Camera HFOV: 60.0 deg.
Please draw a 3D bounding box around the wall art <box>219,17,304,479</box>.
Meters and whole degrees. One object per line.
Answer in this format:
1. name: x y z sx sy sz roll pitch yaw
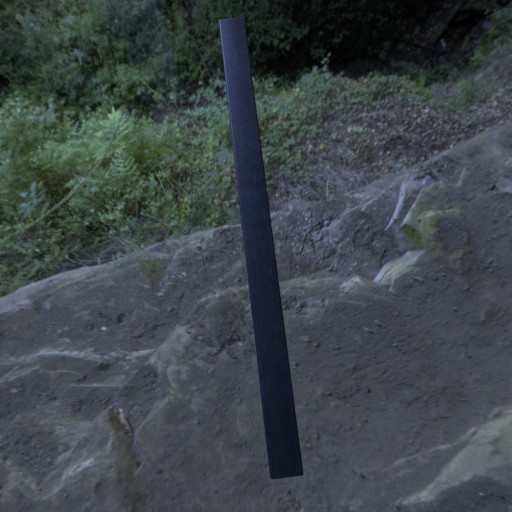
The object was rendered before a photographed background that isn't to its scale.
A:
1. wall art: 0.000 0.000 0.764 0.038 0.409 0.610 -6 77 -1
